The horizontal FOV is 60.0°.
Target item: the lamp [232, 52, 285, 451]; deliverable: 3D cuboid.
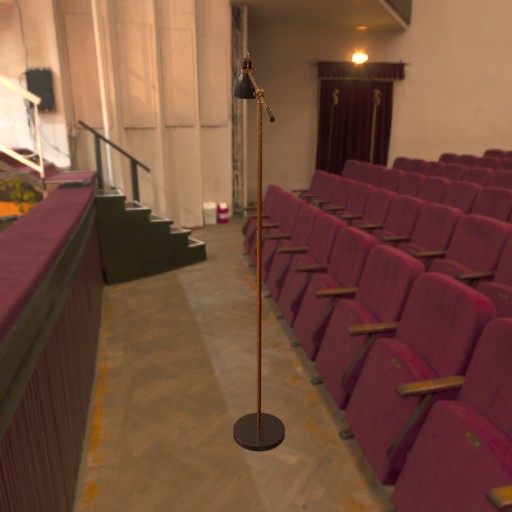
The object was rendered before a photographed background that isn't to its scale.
[{"bbox_3d":[0.000,0.000,1.860,0.235,1.628,0.618,-3,16,-9],"label":"lamp"}]
